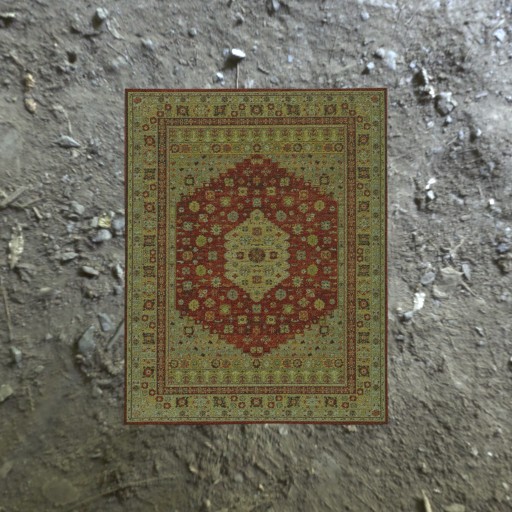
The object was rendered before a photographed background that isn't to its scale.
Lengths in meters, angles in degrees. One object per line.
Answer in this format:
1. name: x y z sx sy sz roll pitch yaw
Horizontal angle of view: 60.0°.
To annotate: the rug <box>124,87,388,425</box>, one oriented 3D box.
1. rug: 0.000 0.000 4.013 2.387 0.013 3.053 0 90 0
